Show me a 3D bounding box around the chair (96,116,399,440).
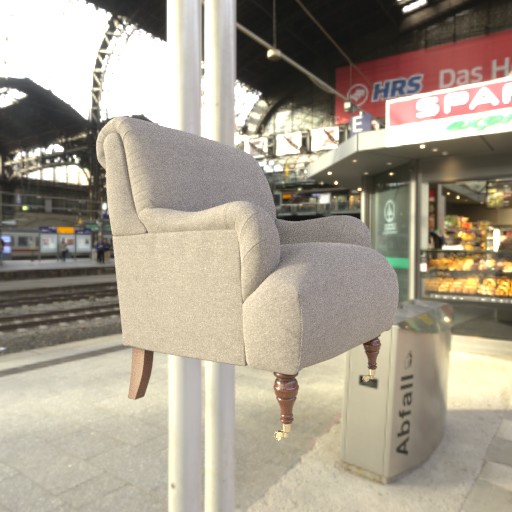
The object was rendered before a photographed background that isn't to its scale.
[{"bbox_3d":[0.000,0.000,1.564,0.843,0.942,0.766,1,1,35],"label":"chair"}]
